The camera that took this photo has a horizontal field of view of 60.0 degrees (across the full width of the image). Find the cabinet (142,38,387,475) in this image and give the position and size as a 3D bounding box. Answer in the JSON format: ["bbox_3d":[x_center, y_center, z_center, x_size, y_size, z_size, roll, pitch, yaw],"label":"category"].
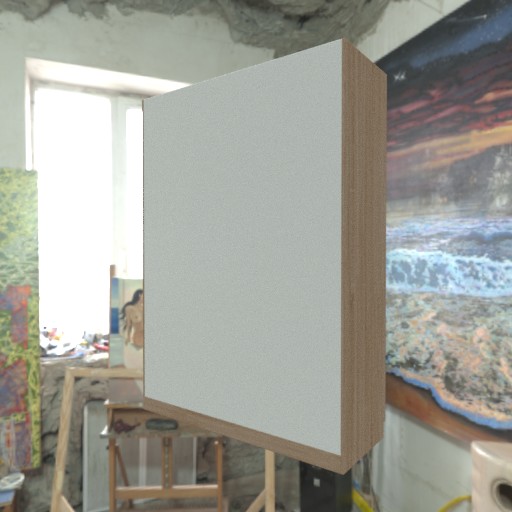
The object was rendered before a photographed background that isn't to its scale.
[{"bbox_3d":[0.000,0.000,2.829,1.500,2.120,0.590,1,1,37],"label":"cabinet"}]
